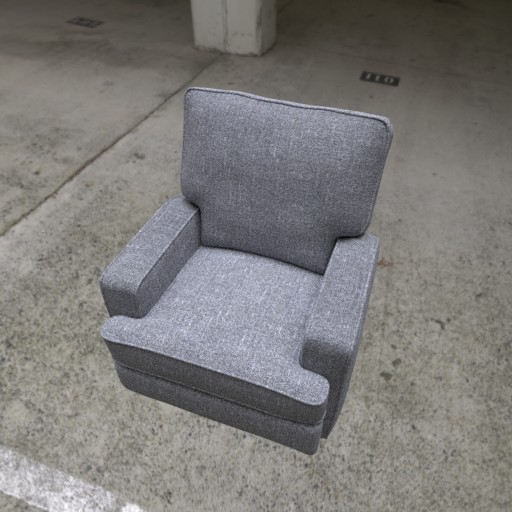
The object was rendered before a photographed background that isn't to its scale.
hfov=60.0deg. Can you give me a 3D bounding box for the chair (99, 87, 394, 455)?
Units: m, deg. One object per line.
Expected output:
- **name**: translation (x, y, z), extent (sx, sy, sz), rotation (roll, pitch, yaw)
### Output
- **chair**: translation (0.000, 0.000, 1.633), extent (0.861, 0.962, 0.964), rotation (14, 44, 14)
